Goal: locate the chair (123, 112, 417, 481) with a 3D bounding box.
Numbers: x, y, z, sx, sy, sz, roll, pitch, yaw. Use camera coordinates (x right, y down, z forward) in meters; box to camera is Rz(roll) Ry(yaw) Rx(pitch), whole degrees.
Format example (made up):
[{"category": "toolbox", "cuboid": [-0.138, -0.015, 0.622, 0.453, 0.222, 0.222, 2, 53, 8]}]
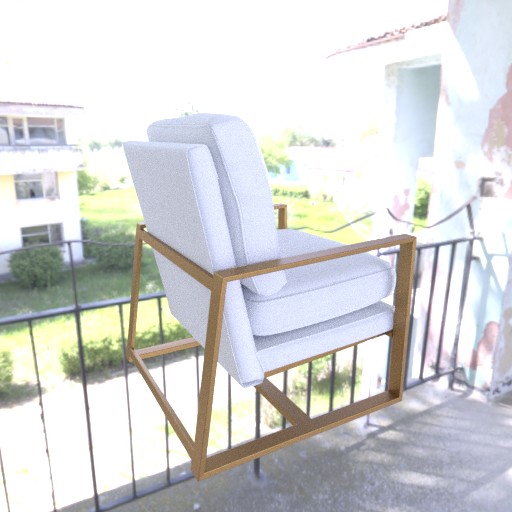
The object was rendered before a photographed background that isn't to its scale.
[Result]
[{"category": "chair", "cuboid": [0.000, 0.000, 1.599, 0.813, 0.966, 0.805, -9, 18, -28]}]
